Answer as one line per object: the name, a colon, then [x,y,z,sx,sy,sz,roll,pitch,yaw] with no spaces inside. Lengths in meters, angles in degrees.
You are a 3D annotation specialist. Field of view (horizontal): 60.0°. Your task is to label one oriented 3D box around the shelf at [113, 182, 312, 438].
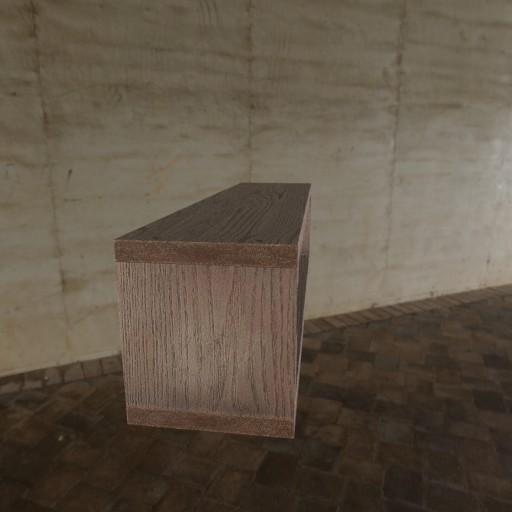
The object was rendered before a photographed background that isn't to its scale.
shelf: [0.000,0.000,0.663,0.150,0.170,0.610,2,14,8]
